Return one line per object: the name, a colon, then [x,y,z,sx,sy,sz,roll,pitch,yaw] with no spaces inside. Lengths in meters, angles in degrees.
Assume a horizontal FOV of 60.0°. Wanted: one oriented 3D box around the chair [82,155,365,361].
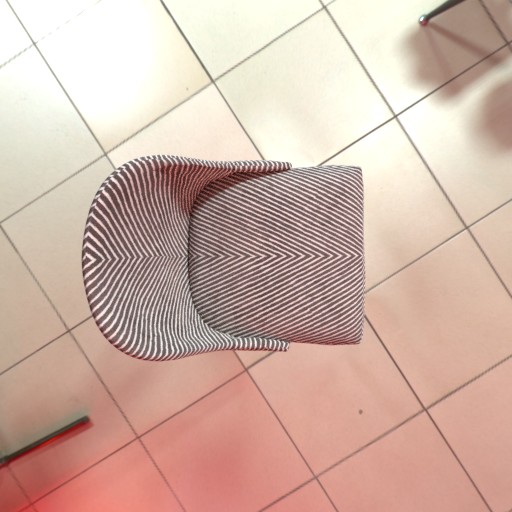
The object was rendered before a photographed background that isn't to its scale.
chair: [0.000,0.000,1.208,0.591,0.883,0.504,0,91,1]
